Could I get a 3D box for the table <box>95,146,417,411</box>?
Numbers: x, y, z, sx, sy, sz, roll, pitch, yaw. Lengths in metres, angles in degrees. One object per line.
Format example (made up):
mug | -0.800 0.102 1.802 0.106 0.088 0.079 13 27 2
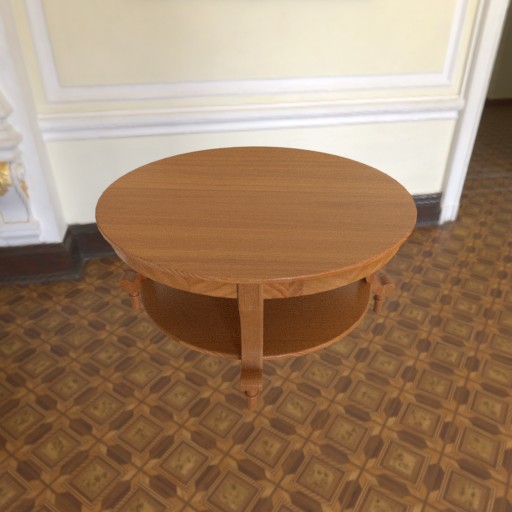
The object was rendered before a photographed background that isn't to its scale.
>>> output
table | 0.000 0.000 1.600 1.029 0.490 1.029 0 31 0
